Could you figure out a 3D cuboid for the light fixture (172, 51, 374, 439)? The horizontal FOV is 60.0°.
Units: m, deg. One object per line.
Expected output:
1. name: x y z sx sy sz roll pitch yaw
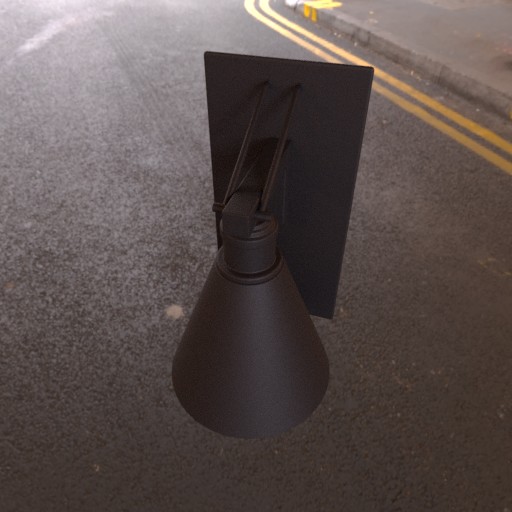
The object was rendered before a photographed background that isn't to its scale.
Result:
1. light fixture: 0.000 0.000 0.406 0.170 0.298 0.207 12 42 13
